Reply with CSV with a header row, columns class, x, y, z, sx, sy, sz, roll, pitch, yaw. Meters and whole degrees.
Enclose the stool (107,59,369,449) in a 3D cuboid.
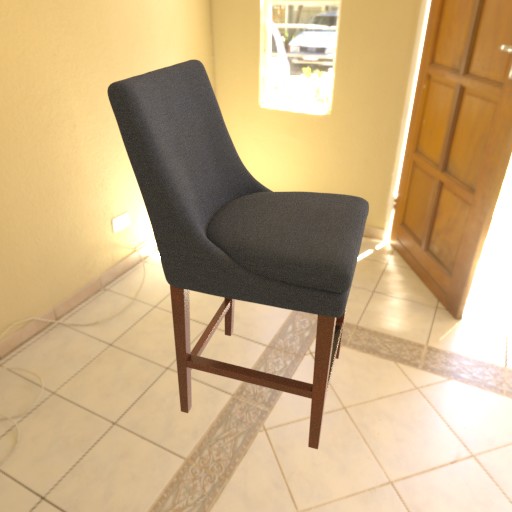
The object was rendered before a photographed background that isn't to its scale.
class,x,y,z,sx,sy,sz,roll,pitch,yaw
stool,0.000,0.000,1.275,0.577,0.981,0.470,9,32,15
